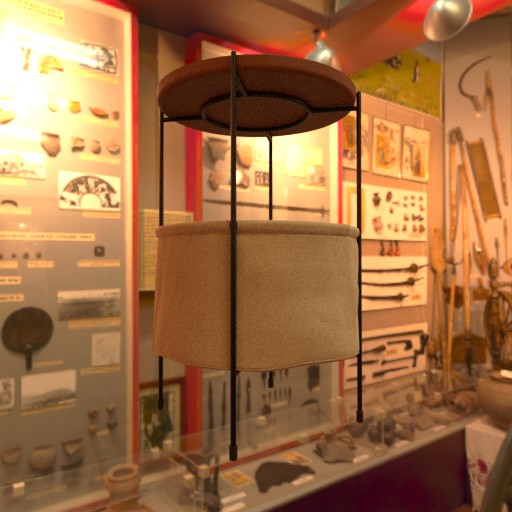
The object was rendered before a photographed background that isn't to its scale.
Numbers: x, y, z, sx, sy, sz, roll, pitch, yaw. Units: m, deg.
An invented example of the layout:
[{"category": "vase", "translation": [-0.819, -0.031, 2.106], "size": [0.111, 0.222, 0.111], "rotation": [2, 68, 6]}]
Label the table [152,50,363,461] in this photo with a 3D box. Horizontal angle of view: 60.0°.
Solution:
[{"category": "table", "translation": [0.000, 0.000, 0.871], "size": [0.393, 0.623, 0.393], "rotation": [1, -1, -35]}]
